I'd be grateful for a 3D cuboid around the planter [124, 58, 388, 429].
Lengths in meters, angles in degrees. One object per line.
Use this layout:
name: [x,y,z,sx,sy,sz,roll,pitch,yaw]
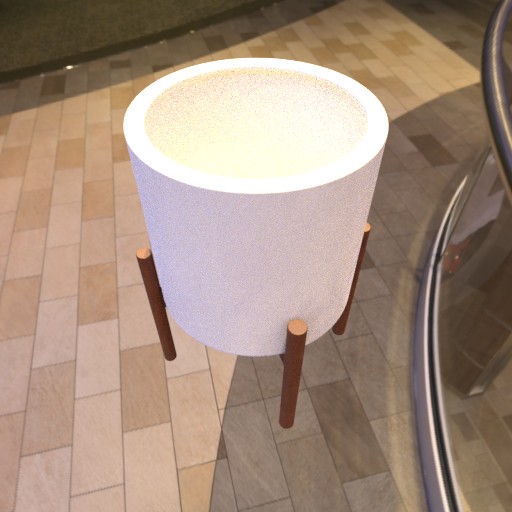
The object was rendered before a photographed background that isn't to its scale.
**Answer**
planter: [0.000,0.000,0.952,0.417,0.670,0.417,23,50,20]
